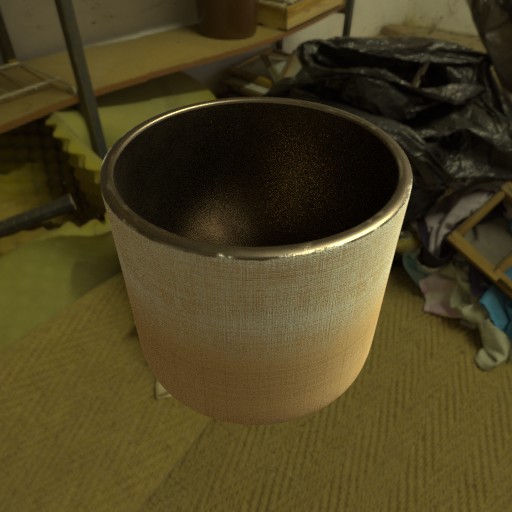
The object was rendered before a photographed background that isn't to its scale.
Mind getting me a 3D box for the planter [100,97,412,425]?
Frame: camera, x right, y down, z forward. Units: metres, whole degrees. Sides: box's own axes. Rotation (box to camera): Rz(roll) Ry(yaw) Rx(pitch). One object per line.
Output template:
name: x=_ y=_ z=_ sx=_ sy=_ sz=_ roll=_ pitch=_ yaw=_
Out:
planter: x=0.000 y=0.000 z=0.436 sx=0.254 sy=0.221 sz=0.254 roll=0 pitch=42 yaw=0
